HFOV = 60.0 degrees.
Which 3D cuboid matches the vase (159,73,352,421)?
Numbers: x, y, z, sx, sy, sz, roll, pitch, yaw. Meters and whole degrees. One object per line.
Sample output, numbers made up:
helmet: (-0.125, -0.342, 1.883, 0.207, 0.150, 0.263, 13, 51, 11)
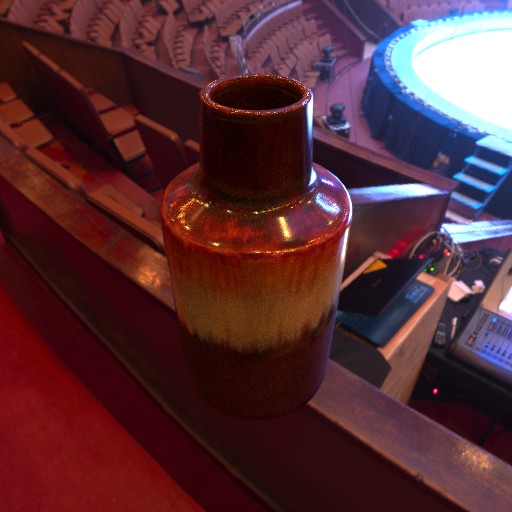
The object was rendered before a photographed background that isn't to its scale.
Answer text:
vase: (0.000, 0.000, 0.275, 0.108, 0.204, 0.108, 0, 40, 0)
